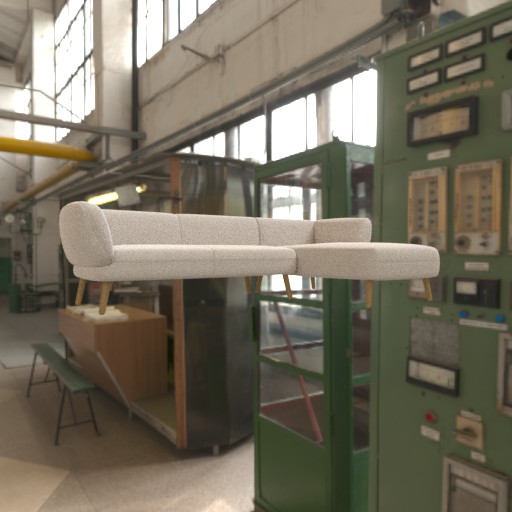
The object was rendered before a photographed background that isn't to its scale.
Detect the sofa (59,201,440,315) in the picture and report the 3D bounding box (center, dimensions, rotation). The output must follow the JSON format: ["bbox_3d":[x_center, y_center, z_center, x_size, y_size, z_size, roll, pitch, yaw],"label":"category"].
[{"bbox_3d":[0.000,0.000,3.436,2.660,0.730,1.610,-1,1,-35],"label":"sofa"}]
